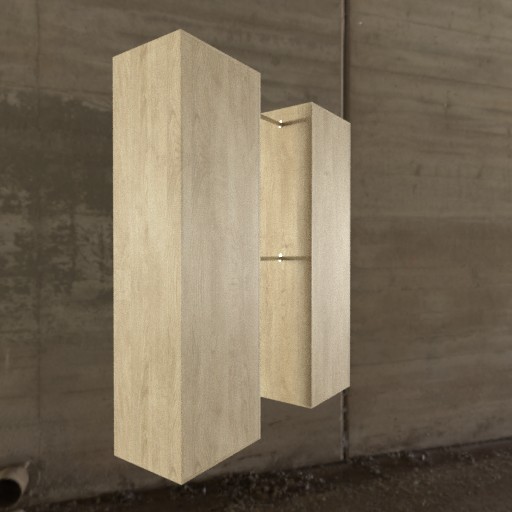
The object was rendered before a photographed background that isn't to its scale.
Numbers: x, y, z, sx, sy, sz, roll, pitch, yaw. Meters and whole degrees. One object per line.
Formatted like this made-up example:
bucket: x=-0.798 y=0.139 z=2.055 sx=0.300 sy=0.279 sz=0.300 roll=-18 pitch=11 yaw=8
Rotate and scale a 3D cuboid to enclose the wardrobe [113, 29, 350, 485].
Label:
wardrobe: x=0.000 y=0.000 z=2.800 sx=0.480 sy=2.000 sz=1.770 roll=0 pitch=1 yaw=36
